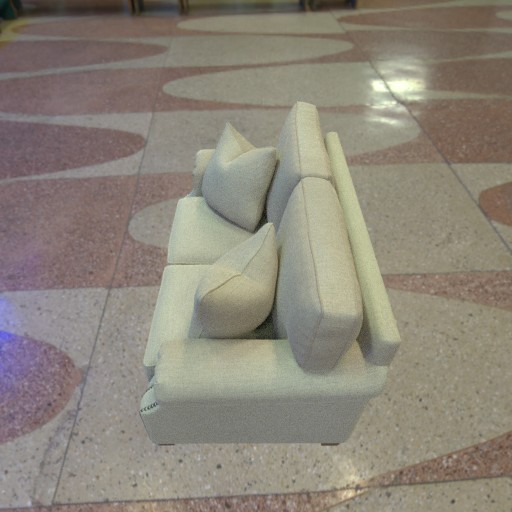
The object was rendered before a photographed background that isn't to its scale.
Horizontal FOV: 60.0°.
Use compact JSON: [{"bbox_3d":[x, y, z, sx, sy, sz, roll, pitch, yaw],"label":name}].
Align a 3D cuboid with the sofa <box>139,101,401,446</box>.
[{"bbox_3d":[0.000,0.000,2.233,0.966,0.966,1.701,0,42,0],"label":"sofa"}]
